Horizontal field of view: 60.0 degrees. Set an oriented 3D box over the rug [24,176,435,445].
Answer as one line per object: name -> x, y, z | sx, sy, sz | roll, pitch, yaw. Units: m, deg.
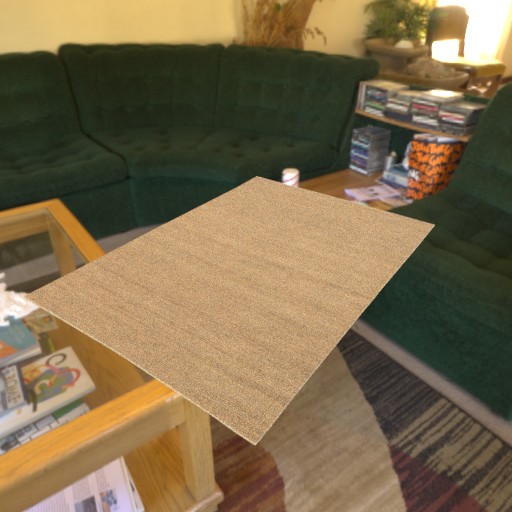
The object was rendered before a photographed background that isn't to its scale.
rug -> 0.000, 0.000, 2.888 | 1.624, 0.030, 2.264 | 21, 37, 30
